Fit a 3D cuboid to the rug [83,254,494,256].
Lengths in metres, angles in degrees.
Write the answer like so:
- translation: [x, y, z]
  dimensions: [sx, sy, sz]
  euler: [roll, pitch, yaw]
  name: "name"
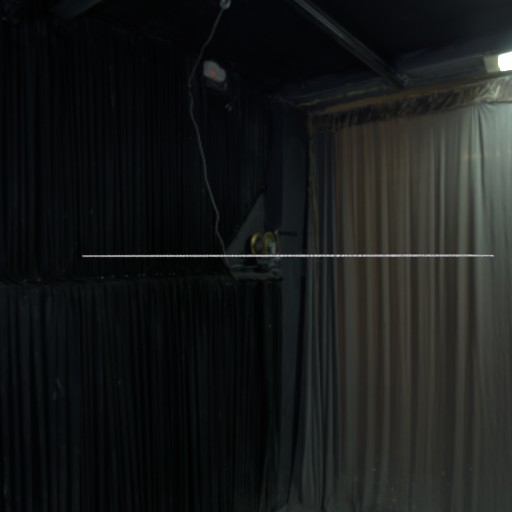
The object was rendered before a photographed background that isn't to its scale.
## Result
- translation: [0.000, 0.000, 2.663]
  dimensions: [2.432, 0.008, 0.766]
  euler: [0, 0, 36]
  name: "rug"
